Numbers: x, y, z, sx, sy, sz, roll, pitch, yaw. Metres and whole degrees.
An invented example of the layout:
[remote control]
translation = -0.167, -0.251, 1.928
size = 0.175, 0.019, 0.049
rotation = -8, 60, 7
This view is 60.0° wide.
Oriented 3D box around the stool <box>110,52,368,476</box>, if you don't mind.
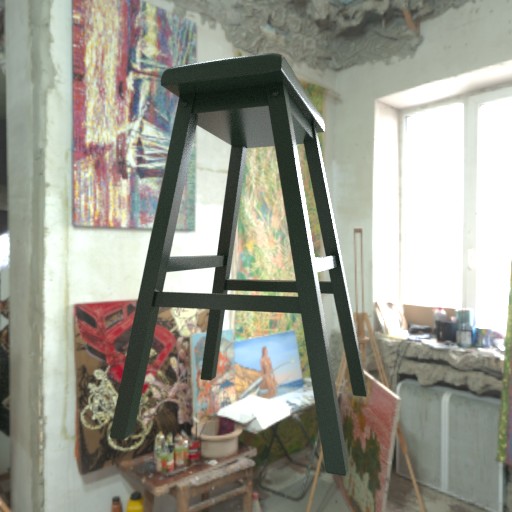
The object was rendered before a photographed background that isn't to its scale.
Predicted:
[stool]
translation = 0.000, 0.000, 1.037
size = 0.476, 0.737, 0.457
rotation = 0, 1, 19
